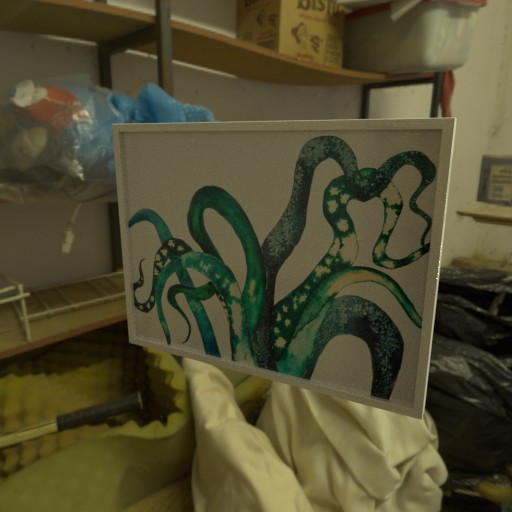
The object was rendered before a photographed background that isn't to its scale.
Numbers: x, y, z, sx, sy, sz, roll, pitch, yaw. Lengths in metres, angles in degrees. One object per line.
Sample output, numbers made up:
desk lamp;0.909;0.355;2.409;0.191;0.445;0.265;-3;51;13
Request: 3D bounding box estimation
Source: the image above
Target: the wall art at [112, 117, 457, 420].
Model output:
wall art;0.000;0.000;1.357;1.041;0.787;0.053;7;17;26
